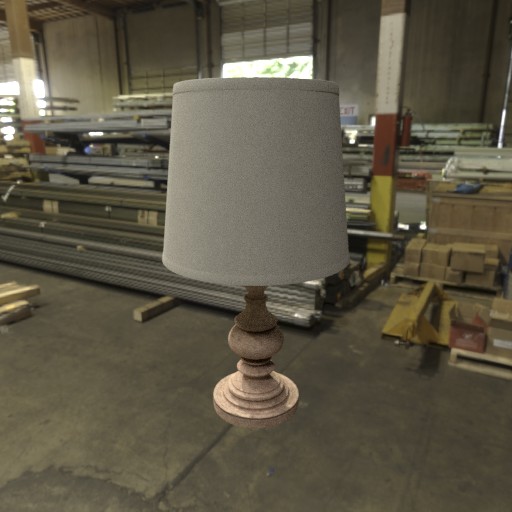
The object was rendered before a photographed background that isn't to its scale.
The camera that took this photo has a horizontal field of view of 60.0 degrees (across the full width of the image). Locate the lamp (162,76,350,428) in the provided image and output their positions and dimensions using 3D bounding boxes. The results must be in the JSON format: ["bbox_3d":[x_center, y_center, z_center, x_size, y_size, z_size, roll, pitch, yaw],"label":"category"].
[{"bbox_3d":[0.000,0.000,0.658,0.273,0.497,0.273,0,16,0],"label":"lamp"}]
